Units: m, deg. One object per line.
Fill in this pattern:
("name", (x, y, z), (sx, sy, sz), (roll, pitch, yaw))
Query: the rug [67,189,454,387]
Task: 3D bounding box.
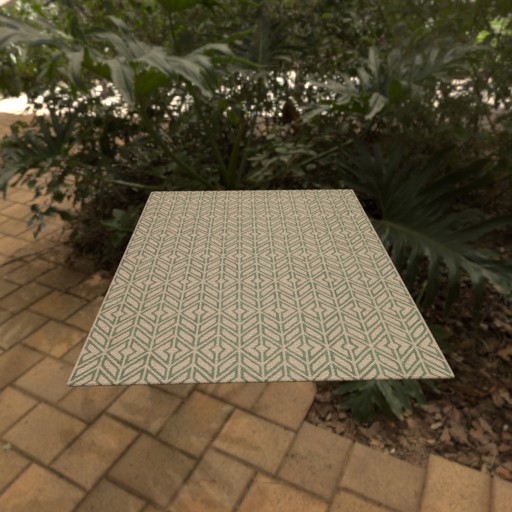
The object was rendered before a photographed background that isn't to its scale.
("rug", (0.000, 0.000, 4.078), (2.441, 0.017, 3.050), (-1, 31, -1))
